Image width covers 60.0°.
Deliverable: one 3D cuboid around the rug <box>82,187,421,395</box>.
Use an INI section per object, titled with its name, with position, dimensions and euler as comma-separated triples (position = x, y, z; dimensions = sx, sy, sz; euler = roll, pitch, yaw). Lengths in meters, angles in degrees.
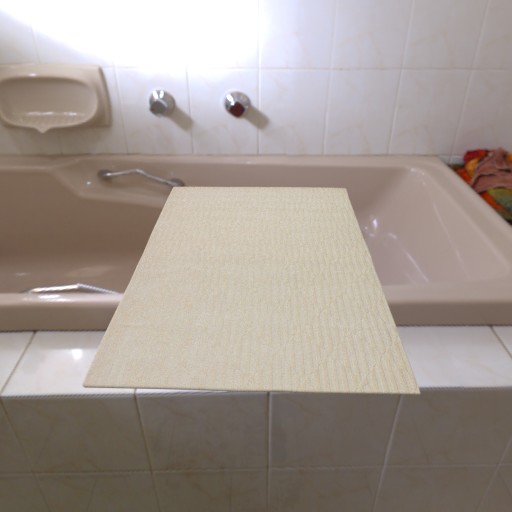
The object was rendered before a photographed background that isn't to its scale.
[rug]
position = 0.000, 0.000, 2.386
dimensions = 1.238, 0.014, 1.848
euler = 1, 32, 1
